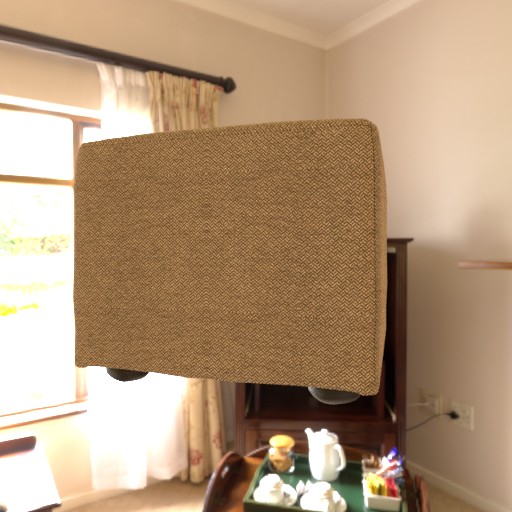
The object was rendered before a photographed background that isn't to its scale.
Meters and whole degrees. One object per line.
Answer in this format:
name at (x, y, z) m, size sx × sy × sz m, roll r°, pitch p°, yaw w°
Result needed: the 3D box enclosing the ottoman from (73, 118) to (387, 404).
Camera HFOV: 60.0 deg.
ottoman at (0.000, 0.000, 0.926) m, size 0.519 × 0.453 × 0.512 m, roll 0°, pitch 1°, yaw 17°
